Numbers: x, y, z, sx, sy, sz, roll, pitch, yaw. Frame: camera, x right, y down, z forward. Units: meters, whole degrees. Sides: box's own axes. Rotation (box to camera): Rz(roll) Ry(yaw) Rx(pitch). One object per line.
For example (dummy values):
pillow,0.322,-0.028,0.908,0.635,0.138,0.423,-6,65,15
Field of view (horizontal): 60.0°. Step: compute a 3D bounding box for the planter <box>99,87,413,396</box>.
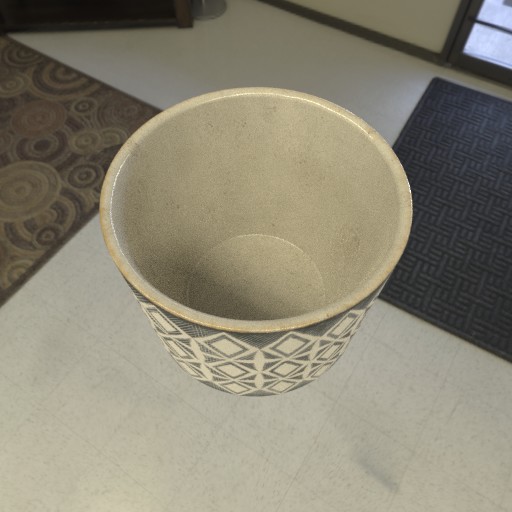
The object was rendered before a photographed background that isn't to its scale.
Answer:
planter,0.000,0.000,0.346,0.192,0.165,0.192,0,58,0
